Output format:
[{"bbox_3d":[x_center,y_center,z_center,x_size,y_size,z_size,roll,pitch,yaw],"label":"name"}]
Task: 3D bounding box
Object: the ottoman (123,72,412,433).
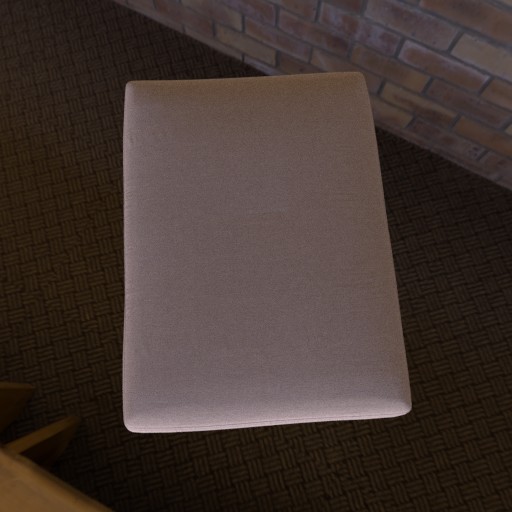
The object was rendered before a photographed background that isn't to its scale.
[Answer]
[{"bbox_3d":[0.000,0.000,1.126,0.569,0.500,0.771,-3,76,-1],"label":"ottoman"}]
